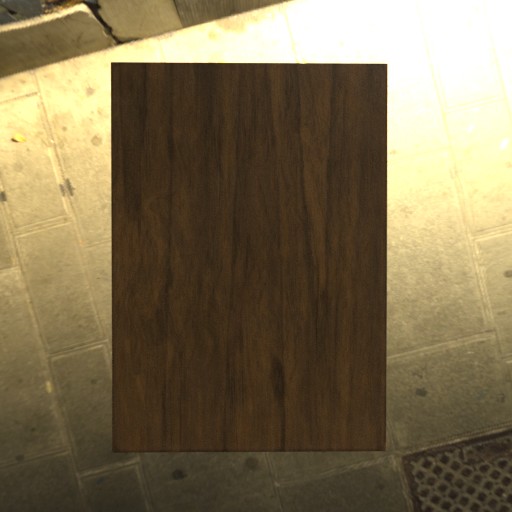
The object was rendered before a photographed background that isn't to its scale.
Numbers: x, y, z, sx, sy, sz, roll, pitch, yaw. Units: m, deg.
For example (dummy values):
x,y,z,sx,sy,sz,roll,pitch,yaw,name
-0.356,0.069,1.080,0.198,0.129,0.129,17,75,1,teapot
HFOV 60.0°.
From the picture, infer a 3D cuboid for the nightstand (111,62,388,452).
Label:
x,y,z,sx,sy,sz,roll,pitch,yaw,name
0.000,0.000,0.999,0.458,0.610,0.610,0,91,-1,nightstand
